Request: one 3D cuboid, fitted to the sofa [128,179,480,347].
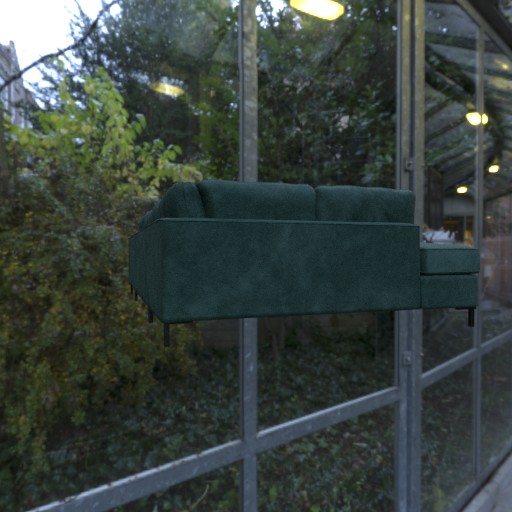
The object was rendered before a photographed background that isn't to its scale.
[{"bbox_3d":[0.000,0.000,3.837,1.992,0.861,2.994,0,1,-19],"label":"sofa"}]
